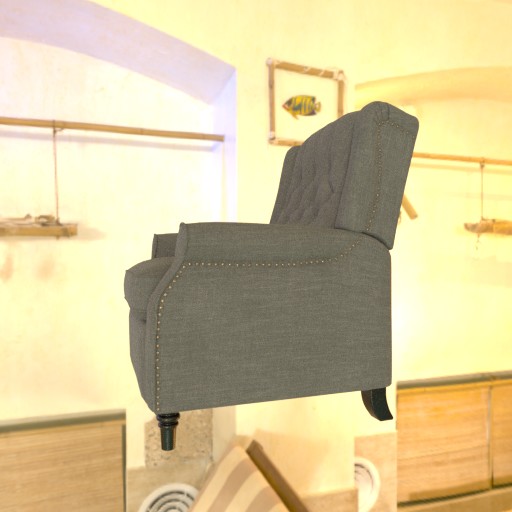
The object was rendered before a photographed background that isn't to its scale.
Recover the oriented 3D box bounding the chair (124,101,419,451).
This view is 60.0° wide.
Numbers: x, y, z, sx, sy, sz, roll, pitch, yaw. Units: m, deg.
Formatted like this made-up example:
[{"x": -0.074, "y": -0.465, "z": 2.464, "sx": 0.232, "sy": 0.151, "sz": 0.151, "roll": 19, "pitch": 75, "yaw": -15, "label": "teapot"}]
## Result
[{"x": 0.000, "y": 0.000, "z": 1.588, "sx": 0.898, "sy": 1.035, "sz": 0.742, "roll": 0, "pitch": 0, "yaw": -19, "label": "chair"}]
